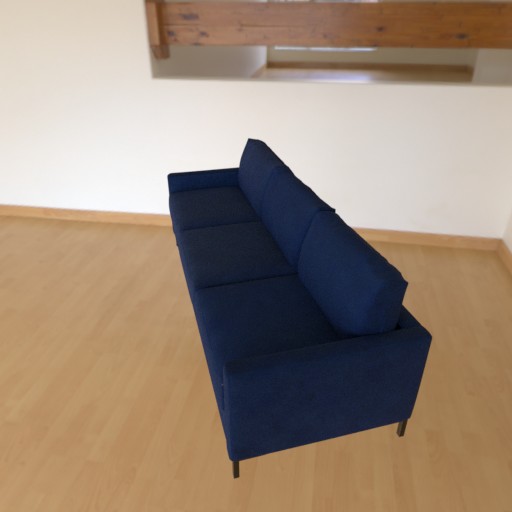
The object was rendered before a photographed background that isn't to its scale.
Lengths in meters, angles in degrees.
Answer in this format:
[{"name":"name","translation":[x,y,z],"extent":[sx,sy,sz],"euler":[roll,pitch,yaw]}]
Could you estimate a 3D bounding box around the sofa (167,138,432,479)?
[{"name":"sofa","translation":[0.000,0.000,2.683],"extent":[0.875,0.879,2.252],"euler":[-8,31,-13]}]
